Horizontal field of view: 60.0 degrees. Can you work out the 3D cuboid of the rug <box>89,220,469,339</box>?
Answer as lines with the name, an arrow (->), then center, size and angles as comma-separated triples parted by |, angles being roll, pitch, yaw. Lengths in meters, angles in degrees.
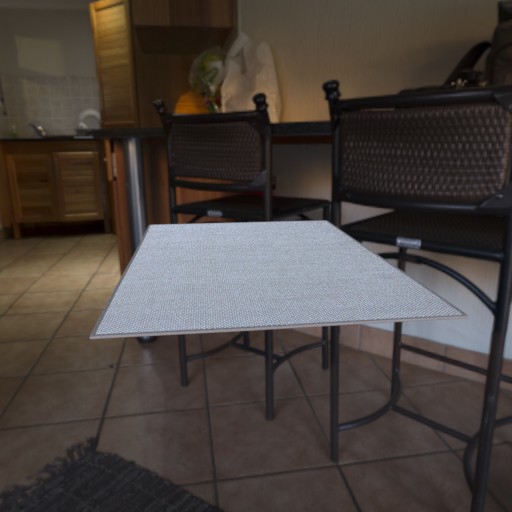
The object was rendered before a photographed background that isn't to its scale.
rug -> 0.000, 0.000, 2.738 | 1.517, 0.013, 2.115 | -2, 16, -7
